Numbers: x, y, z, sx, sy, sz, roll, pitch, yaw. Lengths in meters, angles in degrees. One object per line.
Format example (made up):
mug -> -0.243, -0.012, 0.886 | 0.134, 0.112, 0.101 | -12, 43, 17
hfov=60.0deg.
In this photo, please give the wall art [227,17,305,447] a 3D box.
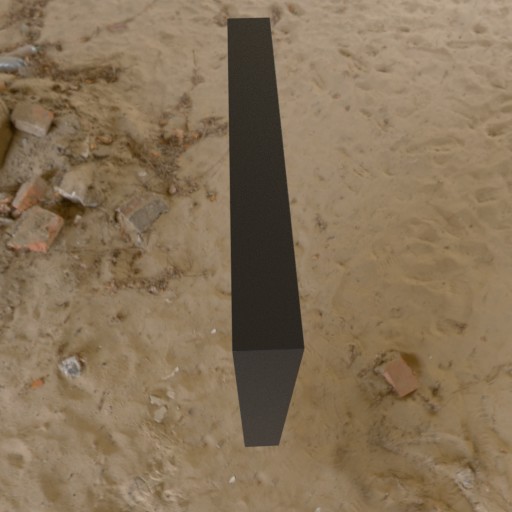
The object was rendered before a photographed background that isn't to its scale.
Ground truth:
wall art -> 0.000, 0.000, 0.437 | 0.038, 0.304, 0.304 | -2, 58, -1
